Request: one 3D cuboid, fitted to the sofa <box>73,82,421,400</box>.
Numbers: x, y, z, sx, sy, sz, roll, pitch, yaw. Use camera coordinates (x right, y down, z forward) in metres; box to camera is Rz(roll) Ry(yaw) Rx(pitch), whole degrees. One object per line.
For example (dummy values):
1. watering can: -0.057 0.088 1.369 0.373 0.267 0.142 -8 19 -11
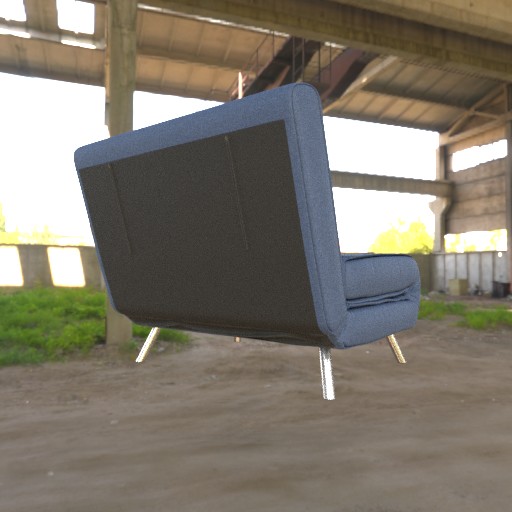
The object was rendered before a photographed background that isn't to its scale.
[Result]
1. sofa: 0.000 0.000 1.743 0.999 0.860 0.996 -1 -2 37
